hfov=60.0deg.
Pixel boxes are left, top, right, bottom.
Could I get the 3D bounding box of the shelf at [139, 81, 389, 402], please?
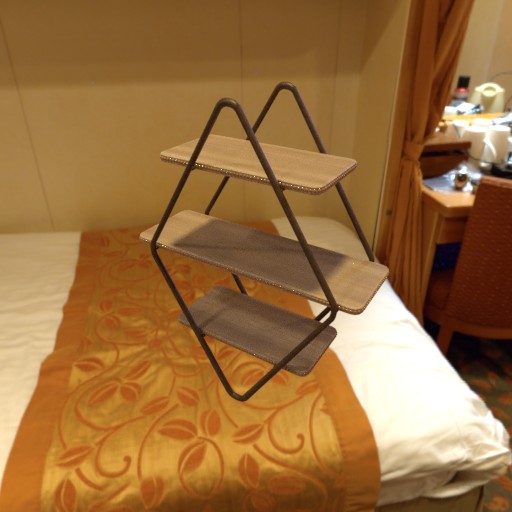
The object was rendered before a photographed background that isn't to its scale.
[{"bbox_3d":[0.000,0.000,1.081,0.609,0.774,0.234,18,34,28],"label":"shelf"}]
